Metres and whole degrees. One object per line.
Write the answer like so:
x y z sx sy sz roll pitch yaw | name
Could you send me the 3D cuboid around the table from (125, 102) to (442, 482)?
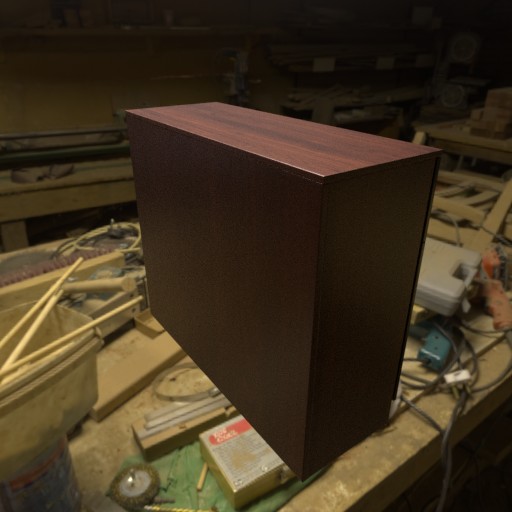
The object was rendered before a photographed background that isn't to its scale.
0.000 0.000 1.373 0.380 0.790 0.930 -18 31 -31 | table
